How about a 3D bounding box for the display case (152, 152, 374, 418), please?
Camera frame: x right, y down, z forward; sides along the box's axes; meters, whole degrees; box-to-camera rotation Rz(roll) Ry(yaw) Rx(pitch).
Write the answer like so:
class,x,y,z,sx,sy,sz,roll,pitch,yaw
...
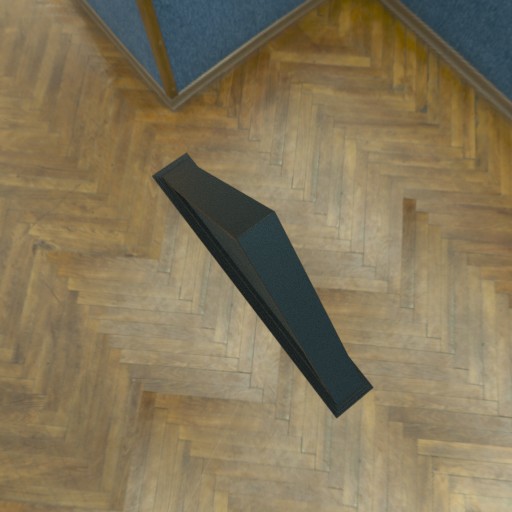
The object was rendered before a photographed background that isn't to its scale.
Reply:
class,x,y,z,sx,sy,sz,roll,pitch,yaw
display case,0.000,0.000,0.769,0.095,0.340,0.640,-36,78,-9
